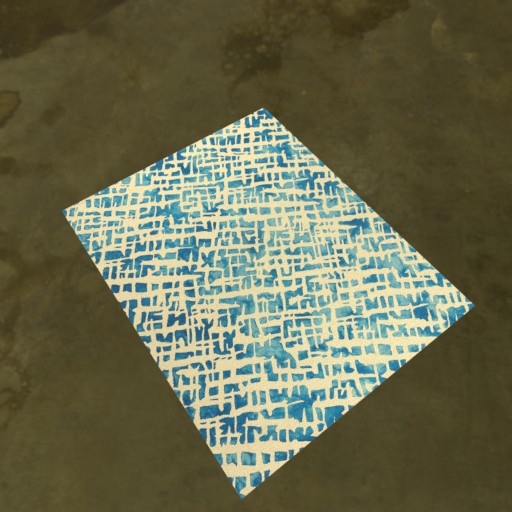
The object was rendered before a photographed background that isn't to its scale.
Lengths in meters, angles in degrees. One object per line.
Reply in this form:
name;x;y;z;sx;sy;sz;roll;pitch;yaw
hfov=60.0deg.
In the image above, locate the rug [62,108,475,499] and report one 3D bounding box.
rug;0.000;0.000;4.014;2.435;0.007;3.007;-32;65;-17
